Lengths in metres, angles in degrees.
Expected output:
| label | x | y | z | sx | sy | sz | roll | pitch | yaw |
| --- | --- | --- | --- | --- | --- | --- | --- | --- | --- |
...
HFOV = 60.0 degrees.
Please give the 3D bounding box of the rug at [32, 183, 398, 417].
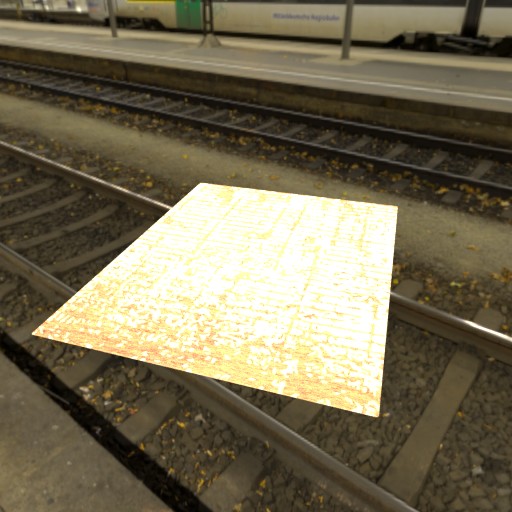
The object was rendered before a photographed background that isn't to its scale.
| label | x | y | z | sx | sy | sz | roll | pitch | yaw |
| --- | --- | --- | --- | --- | --- | --- | --- | --- | --- |
| rug | 0.000 | 0.000 | 4.130 | 2.441 | 0.011 | 3.050 | 9 | 32 | 15 |
